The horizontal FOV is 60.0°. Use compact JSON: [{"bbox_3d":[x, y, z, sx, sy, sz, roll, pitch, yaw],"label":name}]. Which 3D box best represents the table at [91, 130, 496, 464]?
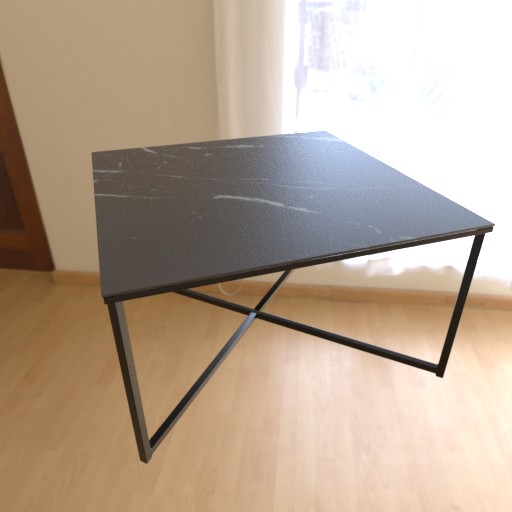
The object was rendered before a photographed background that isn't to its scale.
[{"bbox_3d":[0.000,0.000,1.266,0.800,0.450,0.800,-10,32,-16],"label":"table"}]
